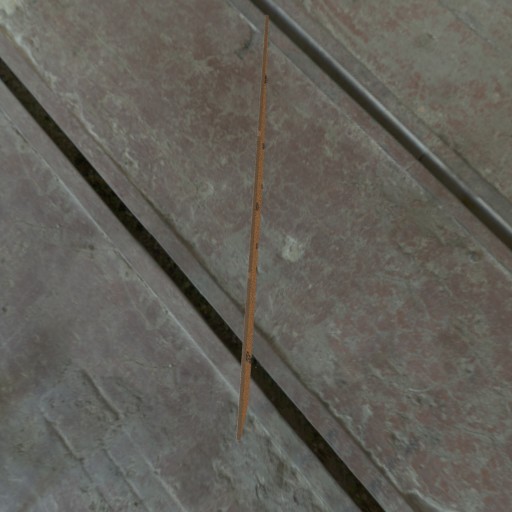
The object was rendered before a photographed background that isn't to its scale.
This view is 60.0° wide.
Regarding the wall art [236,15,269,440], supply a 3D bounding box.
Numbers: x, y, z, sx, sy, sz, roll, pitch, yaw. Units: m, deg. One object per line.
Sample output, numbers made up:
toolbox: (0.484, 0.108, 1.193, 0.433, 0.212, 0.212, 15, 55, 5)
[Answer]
wall art: (0.000, 0.000, 2.252, 0.023, 1.522, 1.526, 3, 76, 1)
